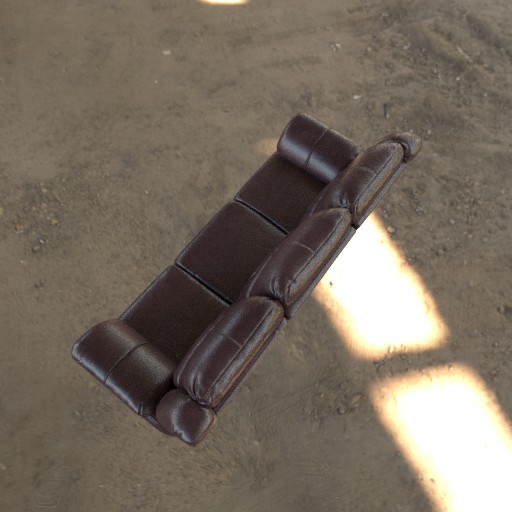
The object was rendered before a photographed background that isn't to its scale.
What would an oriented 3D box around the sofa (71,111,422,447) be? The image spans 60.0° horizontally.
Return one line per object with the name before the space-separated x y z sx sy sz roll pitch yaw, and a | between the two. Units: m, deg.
sofa | 0.000 0.000 2.865 0.991 1.043 2.337 34 67 16
